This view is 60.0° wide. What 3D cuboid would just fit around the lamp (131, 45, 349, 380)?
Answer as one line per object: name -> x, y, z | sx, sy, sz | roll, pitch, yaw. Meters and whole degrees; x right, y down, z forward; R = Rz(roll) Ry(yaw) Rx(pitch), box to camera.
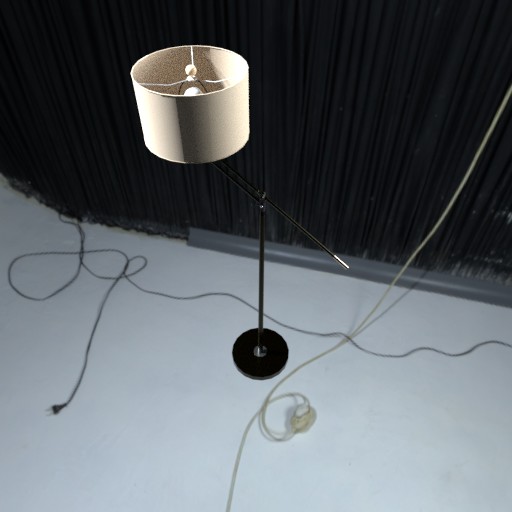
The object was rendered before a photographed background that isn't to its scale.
lamp -> 0.000, 0.000, 1.969 | 0.809, 1.635, 0.373 | 11, 47, 10
